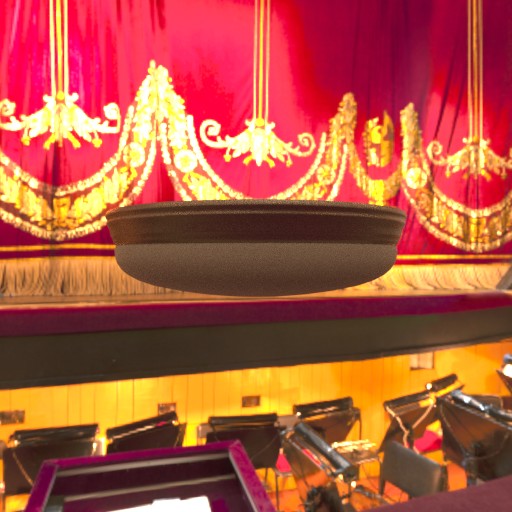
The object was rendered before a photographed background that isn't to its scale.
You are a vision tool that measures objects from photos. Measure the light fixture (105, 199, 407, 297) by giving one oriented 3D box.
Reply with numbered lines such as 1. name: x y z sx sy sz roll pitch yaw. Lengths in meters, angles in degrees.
1. light fixture: 0.000 0.000 0.571 0.368 0.100 0.368 0 0 0
